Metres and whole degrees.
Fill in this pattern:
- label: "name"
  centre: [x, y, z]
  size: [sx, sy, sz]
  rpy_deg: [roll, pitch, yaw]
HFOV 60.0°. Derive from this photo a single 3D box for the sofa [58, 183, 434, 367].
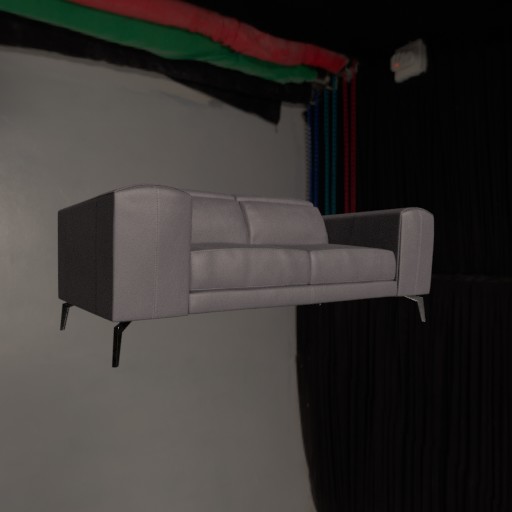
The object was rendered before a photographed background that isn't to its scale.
- label: "sofa"
  centre: [0.000, 0.000, 2.460]
  size: [1.895, 0.779, 1.003]
  rpy_deg: [0, 1, -35]
